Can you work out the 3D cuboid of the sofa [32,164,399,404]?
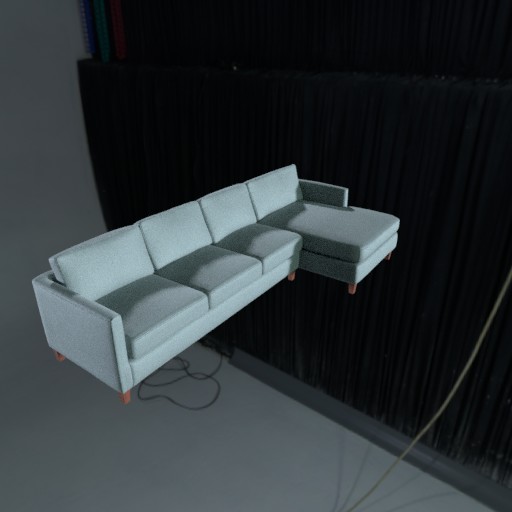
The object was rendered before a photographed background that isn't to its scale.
[{"bbox_3d":[0.000,0.000,4.179,1.604,0.950,3.471,17,30,32],"label":"sofa"}]
